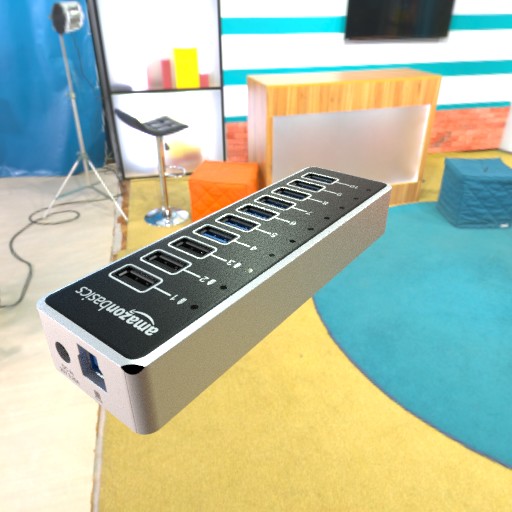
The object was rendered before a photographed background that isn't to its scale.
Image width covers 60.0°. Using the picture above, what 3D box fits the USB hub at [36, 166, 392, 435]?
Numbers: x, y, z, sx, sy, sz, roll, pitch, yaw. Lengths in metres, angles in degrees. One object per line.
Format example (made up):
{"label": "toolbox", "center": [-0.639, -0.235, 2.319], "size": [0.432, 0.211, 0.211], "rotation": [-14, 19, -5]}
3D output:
{"label": "USB hub", "center": [0.000, 0.000, 0.164], "size": [0.044, 0.023, 0.145], "rotation": [21, 36, 32]}
